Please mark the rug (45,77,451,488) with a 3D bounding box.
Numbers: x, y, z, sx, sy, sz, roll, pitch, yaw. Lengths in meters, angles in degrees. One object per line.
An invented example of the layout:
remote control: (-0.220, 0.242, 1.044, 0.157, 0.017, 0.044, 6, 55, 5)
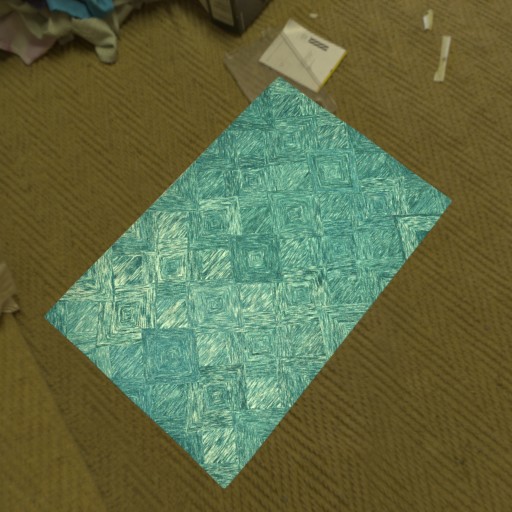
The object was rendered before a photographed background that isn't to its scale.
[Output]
rug: (0.000, 0.000, 2.142, 1.136, 0.017, 1.728, 39, 78, 10)
